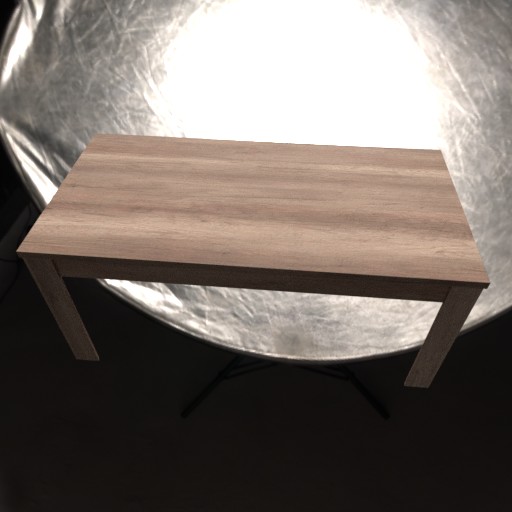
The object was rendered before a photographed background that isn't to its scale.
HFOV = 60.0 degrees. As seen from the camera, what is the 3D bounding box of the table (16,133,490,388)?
[{"bbox_3d":[0.000,0.000,2.269,1.800,0.790,0.900,4,45,4],"label":"table"}]
